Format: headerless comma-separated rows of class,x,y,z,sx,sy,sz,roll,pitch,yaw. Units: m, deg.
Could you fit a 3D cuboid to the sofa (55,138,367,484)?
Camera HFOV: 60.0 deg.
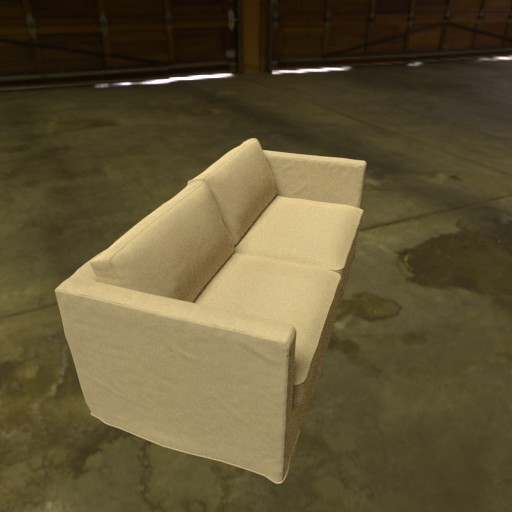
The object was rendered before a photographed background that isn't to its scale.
sofa,0.000,0.000,2.450,0.962,0.835,1.959,10,32,17
